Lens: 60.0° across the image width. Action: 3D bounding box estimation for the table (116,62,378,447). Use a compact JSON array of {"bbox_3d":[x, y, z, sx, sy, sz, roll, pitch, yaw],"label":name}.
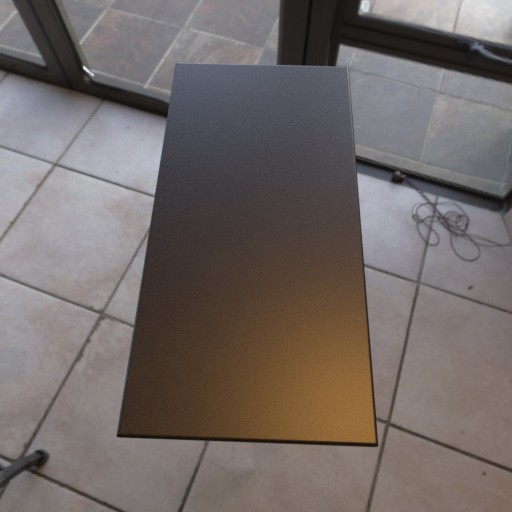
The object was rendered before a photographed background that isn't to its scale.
[{"bbox_3d":[0.000,0.000,1.394,0.550,0.510,1.107,2,64,1],"label":"table"}]
